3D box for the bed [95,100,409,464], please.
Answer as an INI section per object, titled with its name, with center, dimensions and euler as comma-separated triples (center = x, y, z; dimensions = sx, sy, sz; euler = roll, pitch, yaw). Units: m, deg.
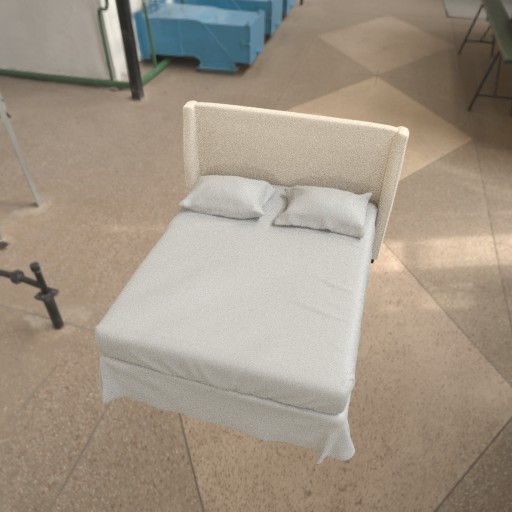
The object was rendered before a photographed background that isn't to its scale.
[bed]
center = 0.000, 0.000, 3.378
dimensions = 1.925, 1.332, 2.276
euler = 11, 44, 12
